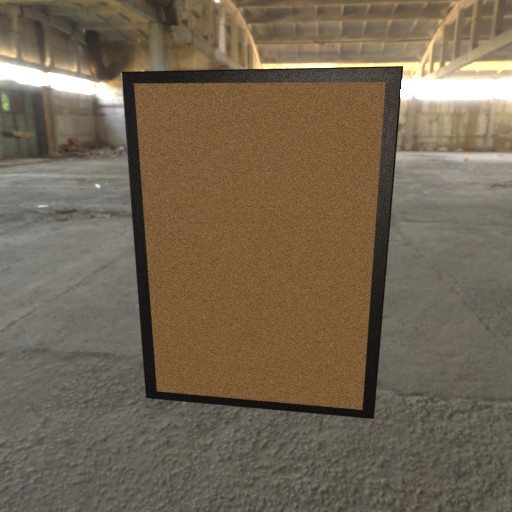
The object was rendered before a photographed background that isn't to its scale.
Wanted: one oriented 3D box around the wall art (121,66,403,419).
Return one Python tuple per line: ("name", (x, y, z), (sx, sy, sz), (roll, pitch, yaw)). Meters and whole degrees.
("wall art", (0.000, 0.000, 1.236), (0.707, 0.967, 0.013), (2, 16, 8))
